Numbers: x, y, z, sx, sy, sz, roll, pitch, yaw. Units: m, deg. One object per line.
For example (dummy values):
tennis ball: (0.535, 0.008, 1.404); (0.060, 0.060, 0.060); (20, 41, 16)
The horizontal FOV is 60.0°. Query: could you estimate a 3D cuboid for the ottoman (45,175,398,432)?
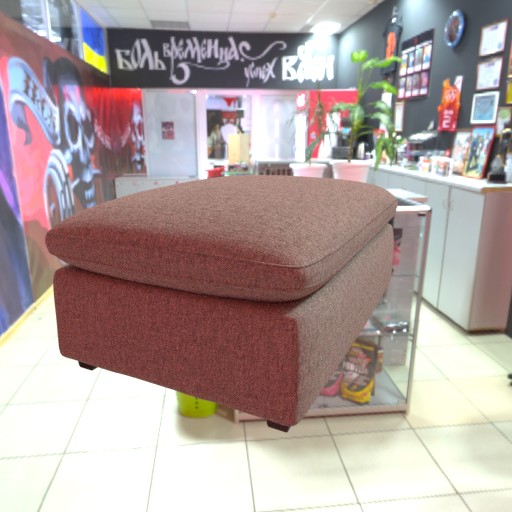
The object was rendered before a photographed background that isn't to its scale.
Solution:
ottoman: (0.000, 0.000, 1.338); (0.694, 0.451, 0.977); (8, 18, 26)
